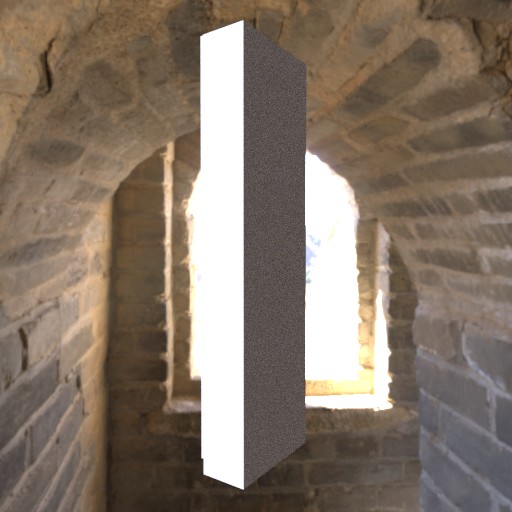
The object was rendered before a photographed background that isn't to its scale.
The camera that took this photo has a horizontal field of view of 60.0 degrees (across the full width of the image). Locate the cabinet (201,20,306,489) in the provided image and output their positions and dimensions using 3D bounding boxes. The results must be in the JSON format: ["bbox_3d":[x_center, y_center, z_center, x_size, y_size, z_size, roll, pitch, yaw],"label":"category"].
[{"bbox_3d":[0.000,0.000,1.962,0.230,1.790,0.500,1,1,35],"label":"cabinet"}]
